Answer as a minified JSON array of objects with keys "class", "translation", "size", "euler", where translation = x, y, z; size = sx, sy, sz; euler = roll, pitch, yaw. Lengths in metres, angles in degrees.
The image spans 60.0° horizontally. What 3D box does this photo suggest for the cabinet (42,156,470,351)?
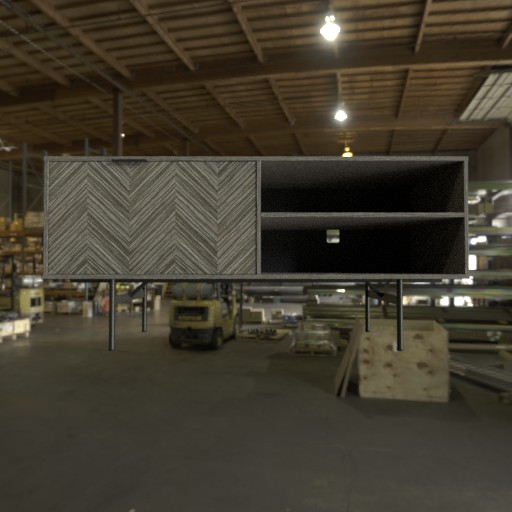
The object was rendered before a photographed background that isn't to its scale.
[{"class":"cabinet","translation":[0.000,0.000,1.575],"size":[1.300,0.599,0.500],"euler":[0,-2,0]}]
